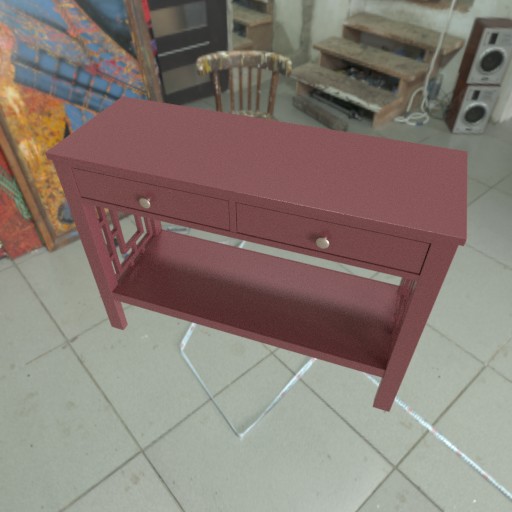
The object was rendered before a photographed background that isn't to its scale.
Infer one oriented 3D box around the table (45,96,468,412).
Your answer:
[{"bbox_3d":[0.000,0.000,1.442,1.068,0.753,0.397,14,45,14],"label":"table"}]
